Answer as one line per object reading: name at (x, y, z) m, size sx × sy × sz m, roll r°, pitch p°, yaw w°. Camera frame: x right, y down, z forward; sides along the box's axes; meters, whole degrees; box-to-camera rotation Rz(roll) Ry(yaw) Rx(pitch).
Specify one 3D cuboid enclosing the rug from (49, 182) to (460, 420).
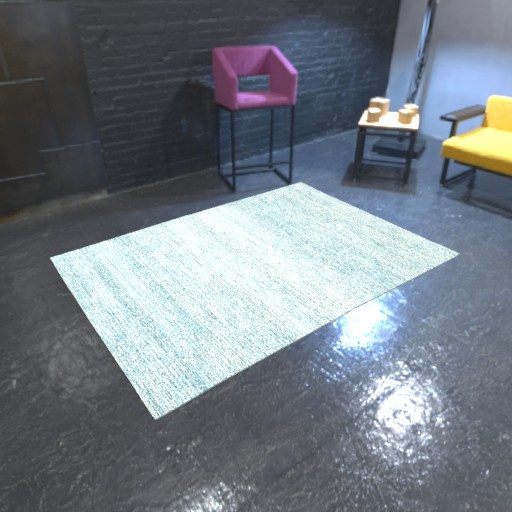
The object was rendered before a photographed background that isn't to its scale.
rug at (0.000, 0.000, 2.980) m, size 2.260 × 0.026 × 1.611 m, roll -21°, pitch 37°, yaw -30°
